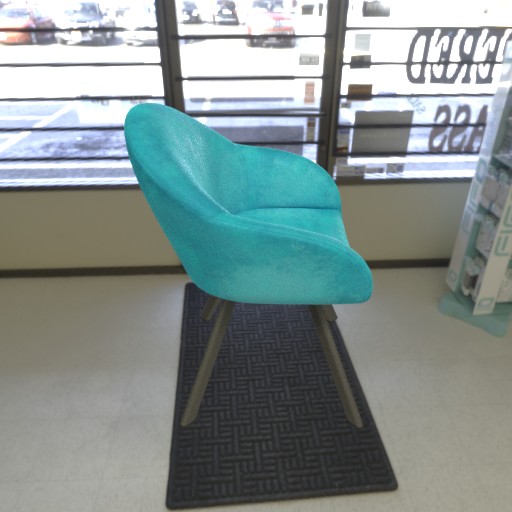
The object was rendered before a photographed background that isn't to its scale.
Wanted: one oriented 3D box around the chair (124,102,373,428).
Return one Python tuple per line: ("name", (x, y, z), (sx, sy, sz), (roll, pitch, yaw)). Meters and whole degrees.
("chair", (0.000, 0.000, 1.214), (0.590, 0.795, 0.550), (0, 31, 0))
